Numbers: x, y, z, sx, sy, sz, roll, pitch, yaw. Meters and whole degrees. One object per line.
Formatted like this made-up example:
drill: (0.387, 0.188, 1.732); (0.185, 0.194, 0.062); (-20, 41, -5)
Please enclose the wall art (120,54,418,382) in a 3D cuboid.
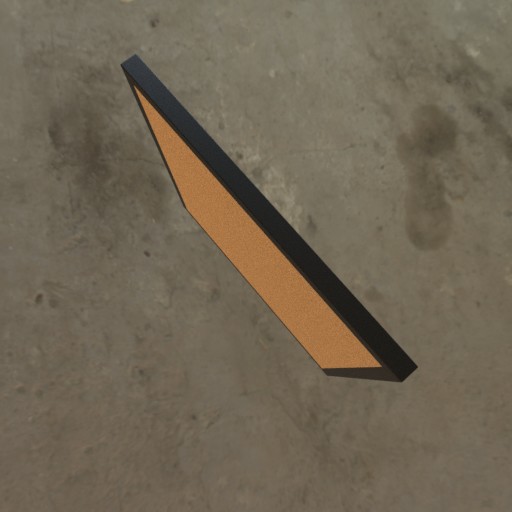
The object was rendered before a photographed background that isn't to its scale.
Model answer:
wall art: (0.000, 0.000, 1.149); (0.038, 0.765, 0.765); (-39, 79, -9)
